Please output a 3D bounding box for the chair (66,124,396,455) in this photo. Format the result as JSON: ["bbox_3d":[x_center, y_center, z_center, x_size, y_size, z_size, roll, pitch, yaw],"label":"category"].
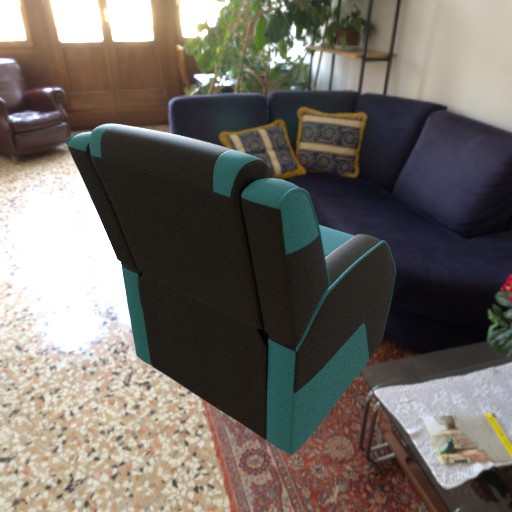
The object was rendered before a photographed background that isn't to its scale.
[{"bbox_3d":[0.000,0.000,1.270,0.620,0.805,0.672,21,36,32],"label":"chair"}]
